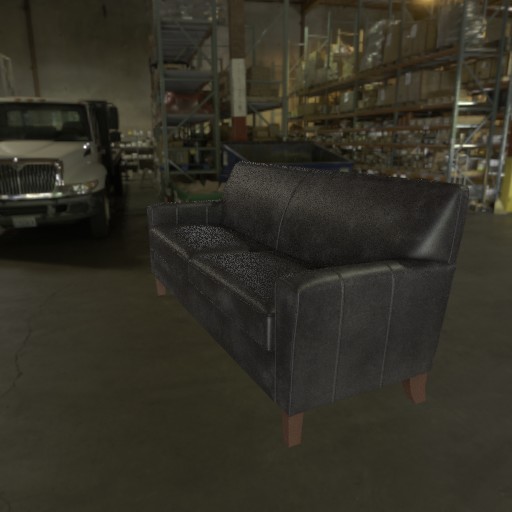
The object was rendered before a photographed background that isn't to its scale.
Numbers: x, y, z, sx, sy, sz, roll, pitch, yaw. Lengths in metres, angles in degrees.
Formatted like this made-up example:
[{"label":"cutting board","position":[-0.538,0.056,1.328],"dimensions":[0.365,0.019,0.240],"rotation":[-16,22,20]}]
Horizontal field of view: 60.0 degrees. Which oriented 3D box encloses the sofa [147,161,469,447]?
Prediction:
[{"label":"sofa","position":[0.000,0.000,2.499],"dimensions":[0.805,0.947,2.053],"rotation":[-7,17,-26]}]
